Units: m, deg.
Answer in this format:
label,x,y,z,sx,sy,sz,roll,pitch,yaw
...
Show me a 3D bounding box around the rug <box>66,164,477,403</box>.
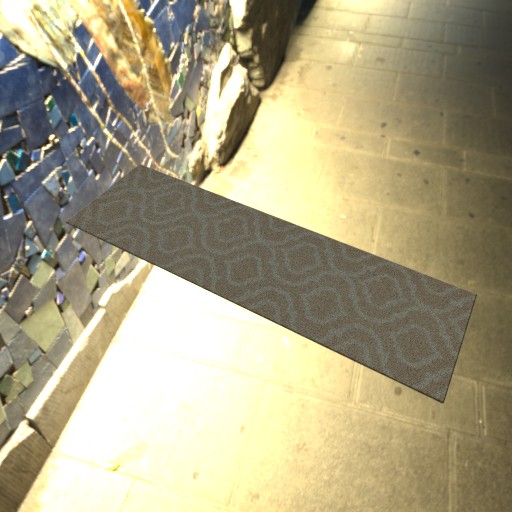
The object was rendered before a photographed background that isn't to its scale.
label,x,y,z,sx,sy,sz,roll,pitch,yaw
rug,0.000,0.000,2.519,2.289,0.013,0.691,23,52,20
